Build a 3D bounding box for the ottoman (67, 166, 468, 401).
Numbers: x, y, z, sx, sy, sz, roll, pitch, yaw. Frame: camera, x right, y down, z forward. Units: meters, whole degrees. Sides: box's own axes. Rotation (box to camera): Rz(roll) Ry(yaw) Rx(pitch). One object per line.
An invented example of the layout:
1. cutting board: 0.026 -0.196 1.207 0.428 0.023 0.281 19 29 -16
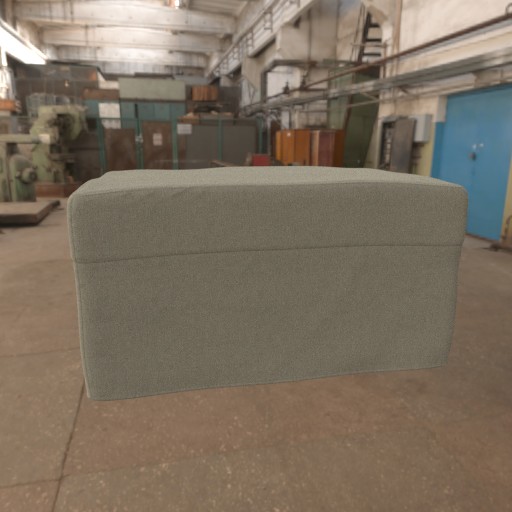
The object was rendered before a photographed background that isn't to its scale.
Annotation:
1. ottoman: 0.000 0.000 1.228 0.833 0.461 0.648 -3 15 -10
